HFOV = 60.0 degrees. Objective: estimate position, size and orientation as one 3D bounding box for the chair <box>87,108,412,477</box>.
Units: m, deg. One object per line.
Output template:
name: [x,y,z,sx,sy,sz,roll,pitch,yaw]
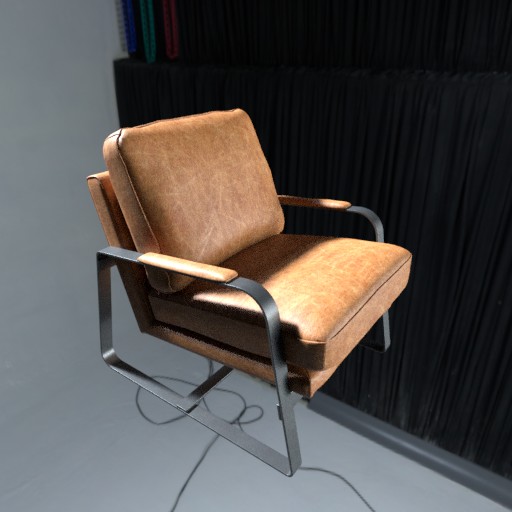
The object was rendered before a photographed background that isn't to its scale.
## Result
chair: [0.000,0.000,1.343,0.801,0.777,0.651,18,31,32]
